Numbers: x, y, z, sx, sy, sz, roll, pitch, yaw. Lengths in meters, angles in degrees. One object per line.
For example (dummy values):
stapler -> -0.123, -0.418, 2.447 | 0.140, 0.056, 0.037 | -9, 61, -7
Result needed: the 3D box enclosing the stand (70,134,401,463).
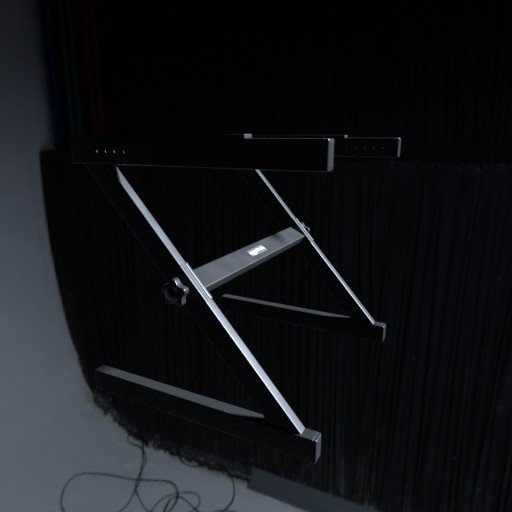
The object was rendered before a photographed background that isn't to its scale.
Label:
stand -> 0.000, 0.000, 1.171 | 0.586, 0.617, 0.700 | 8, 17, 27
